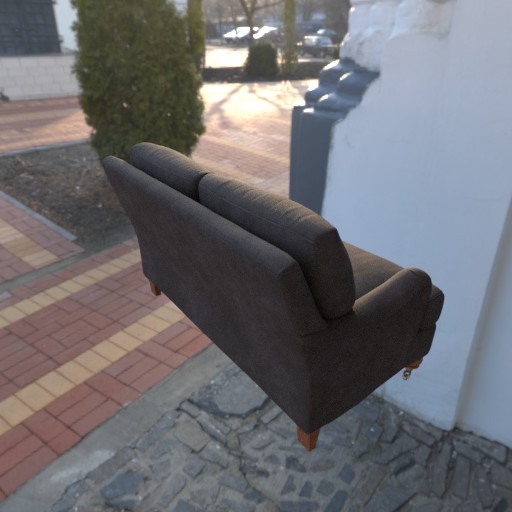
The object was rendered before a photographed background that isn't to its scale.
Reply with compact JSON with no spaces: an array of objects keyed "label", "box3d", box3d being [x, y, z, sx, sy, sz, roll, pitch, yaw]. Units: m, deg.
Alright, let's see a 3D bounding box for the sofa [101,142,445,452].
[{"label":"sofa","box3d":[0.000,0.000,2.568,1.084,1.101,1.853,-18,32,-32]}]
